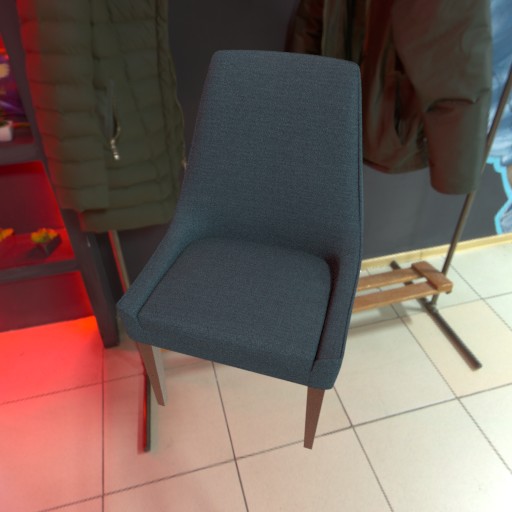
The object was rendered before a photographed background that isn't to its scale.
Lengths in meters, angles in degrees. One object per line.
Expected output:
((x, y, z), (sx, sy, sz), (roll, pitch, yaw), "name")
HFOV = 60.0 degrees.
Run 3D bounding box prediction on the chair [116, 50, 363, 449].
((0.000, 0.000, 1.144), (0.529, 0.861, 0.544), (11, 41, 13), "chair")
